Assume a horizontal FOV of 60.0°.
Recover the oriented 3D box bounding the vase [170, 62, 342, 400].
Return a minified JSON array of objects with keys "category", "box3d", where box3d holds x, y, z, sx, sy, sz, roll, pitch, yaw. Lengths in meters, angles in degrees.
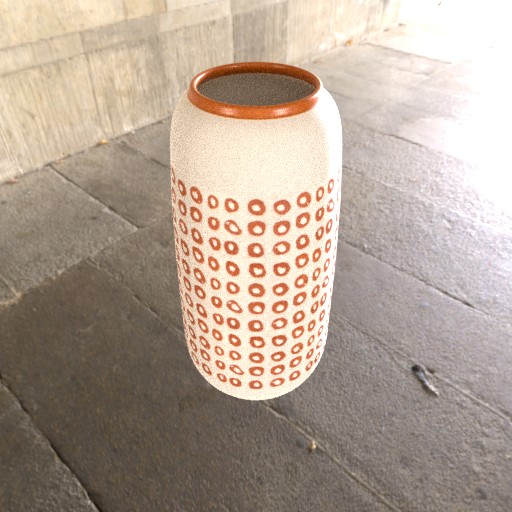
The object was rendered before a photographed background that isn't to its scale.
[{"category":"vase","box3d":[0.000,0.000,0.364,0.133,0.282,0.133,0,40,0]}]
